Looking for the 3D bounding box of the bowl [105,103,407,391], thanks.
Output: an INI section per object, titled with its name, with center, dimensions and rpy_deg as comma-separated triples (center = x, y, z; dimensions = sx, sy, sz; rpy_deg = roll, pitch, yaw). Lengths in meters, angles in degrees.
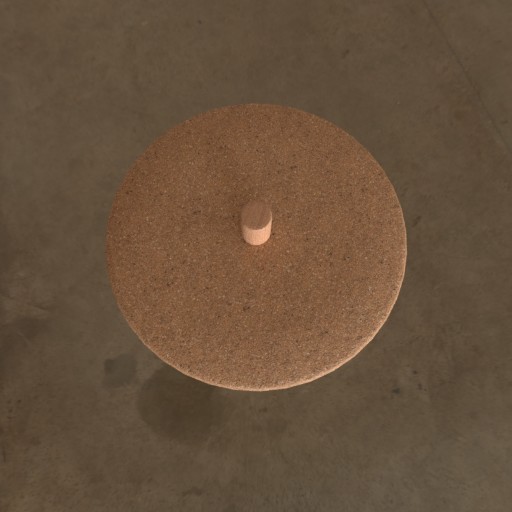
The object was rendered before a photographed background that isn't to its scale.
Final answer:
[bowl]
center = 0.000, 0.000, 0.218
dimensions = 0.126, 0.110, 0.126
rpy_deg = 0, 74, 0
